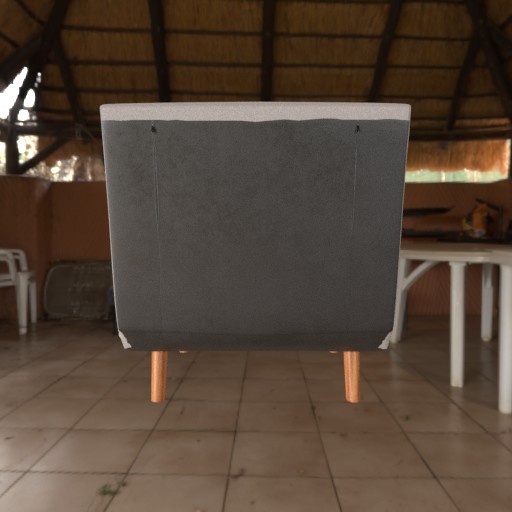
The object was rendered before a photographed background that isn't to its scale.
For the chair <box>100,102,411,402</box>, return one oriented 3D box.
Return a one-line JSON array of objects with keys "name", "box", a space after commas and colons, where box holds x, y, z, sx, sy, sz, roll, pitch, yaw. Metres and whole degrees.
[{"name": "chair", "box": [0.000, 0.000, 1.516, 0.770, 0.808, 0.902, 0, 2, 0]}]
